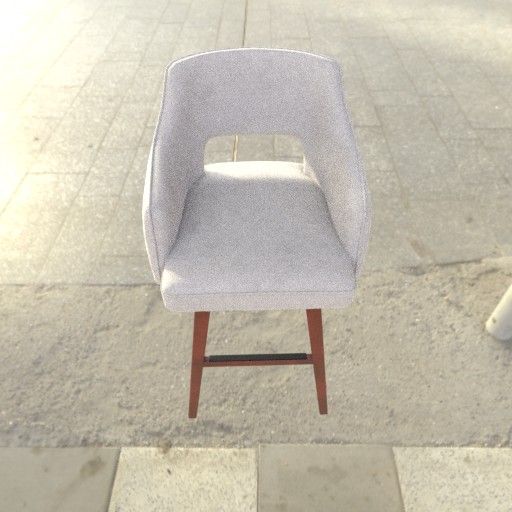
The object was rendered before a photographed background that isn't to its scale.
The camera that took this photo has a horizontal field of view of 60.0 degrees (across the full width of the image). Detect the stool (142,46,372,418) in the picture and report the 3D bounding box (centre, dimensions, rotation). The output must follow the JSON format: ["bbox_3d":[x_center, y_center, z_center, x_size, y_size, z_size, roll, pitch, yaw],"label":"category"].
[{"bbox_3d":[0.000,0.000,1.325,0.548,1.012,0.558,-1,47,-1],"label":"stool"}]
